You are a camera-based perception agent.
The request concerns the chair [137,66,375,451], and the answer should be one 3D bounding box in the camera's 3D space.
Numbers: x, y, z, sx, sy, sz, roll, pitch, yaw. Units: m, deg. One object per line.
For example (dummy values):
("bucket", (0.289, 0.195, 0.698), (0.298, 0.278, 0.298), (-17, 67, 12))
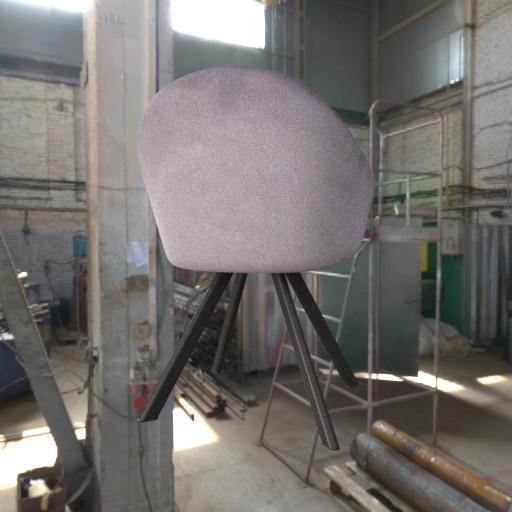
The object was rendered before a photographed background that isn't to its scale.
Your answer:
("chair", (0.000, 0.000, 1.138), (0.570, 0.780, 0.540), (1, 2, 18))
